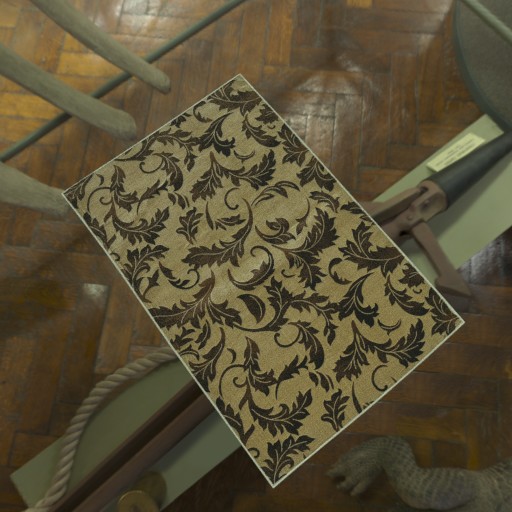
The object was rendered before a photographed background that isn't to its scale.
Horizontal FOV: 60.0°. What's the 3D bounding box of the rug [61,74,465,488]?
[{"bbox_3d":[0.000,0.000,2.846,1.522,0.008,2.284,-37,78,-9],"label":"rug"}]
